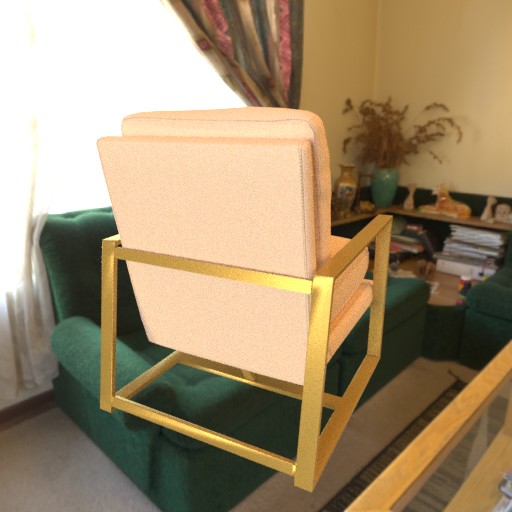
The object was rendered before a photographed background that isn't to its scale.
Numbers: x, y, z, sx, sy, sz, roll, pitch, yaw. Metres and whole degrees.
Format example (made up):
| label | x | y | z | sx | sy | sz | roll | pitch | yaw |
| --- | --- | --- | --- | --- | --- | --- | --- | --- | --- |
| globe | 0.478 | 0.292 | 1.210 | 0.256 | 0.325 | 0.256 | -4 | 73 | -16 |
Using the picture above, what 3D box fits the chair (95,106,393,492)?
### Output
| label | x | y | z | sx | sy | sz | roll | pitch | yaw |
| --- | --- | --- | --- | --- | --- | --- | --- | --- | --- |
| chair | 0.000 | 0.000 | 1.521 | 0.758 | 0.956 | 0.813 | 9 | 19 | 27 |
